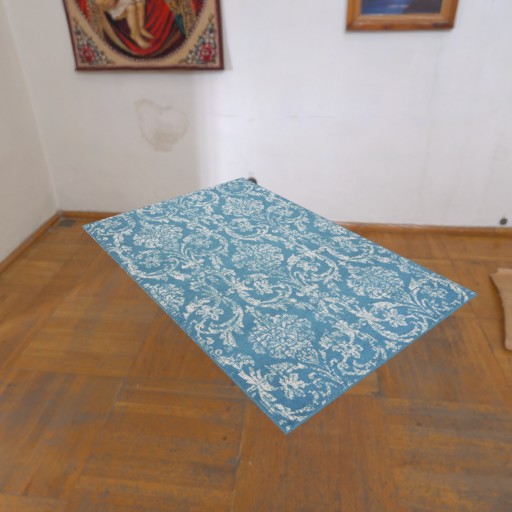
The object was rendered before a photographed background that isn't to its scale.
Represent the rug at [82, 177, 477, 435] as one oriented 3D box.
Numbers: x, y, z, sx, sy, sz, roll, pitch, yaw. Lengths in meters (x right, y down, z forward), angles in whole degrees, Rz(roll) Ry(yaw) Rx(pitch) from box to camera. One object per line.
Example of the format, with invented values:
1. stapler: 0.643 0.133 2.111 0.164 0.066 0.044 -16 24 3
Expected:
1. rug: 0.000 0.000 3.556 1.816 0.018 2.746 -23 39 -32
